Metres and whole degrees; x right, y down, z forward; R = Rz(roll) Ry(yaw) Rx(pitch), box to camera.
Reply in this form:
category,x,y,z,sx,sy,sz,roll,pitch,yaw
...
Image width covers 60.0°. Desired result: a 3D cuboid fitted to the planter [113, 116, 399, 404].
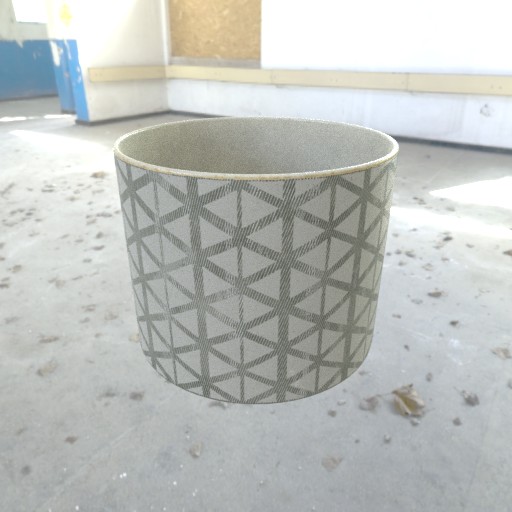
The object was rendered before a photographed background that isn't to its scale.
category,x,y,z,sx,sy,sz,roll,pitch,yaw
planter,0.000,0.000,0.455,0.250,0.239,0.250,0,26,0
